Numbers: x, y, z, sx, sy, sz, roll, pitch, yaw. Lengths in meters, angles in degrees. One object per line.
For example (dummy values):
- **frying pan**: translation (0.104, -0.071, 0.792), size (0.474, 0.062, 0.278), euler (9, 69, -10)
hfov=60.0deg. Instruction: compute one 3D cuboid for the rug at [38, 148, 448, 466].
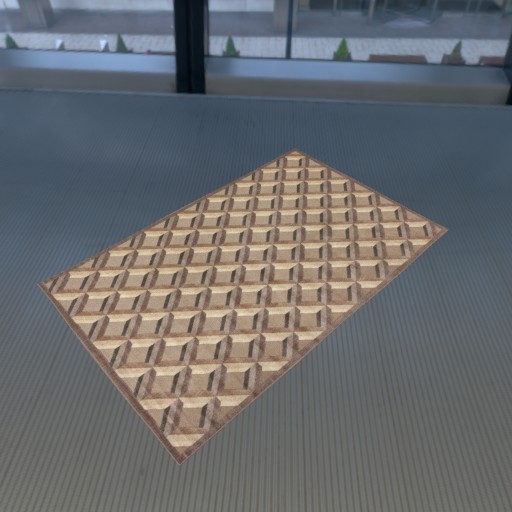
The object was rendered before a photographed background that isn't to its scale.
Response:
- **rug**: translation (0.000, 0.000, 2.100), size (1.677, 0.011, 1.066), euler (-33, 53, -29)
